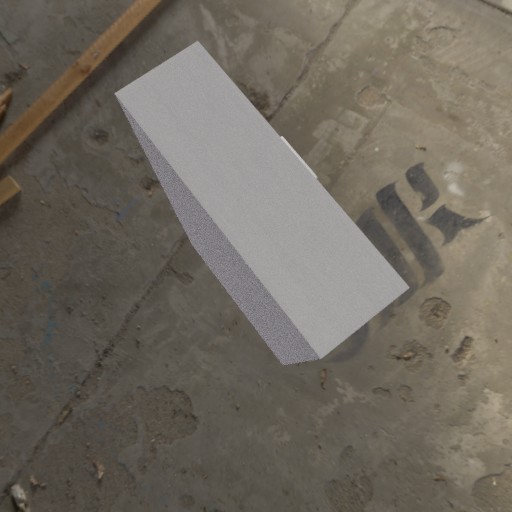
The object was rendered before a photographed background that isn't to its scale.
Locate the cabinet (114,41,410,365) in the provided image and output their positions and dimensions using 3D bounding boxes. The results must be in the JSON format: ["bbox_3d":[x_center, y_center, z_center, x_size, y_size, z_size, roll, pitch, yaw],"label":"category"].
[{"bbox_3d":[0.000,0.000,1.586,0.250,1.280,0.750,-36,78,-9],"label":"cabinet"}]
